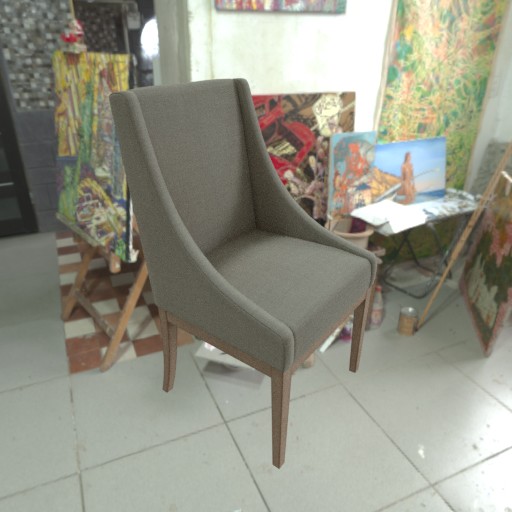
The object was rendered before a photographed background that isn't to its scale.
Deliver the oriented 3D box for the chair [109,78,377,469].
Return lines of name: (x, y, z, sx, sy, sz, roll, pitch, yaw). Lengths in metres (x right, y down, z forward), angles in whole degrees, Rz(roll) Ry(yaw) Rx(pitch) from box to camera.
chair: (0.000, 0.000, 1.435, 0.611, 1.021, 0.575, 18, 32, 32)
